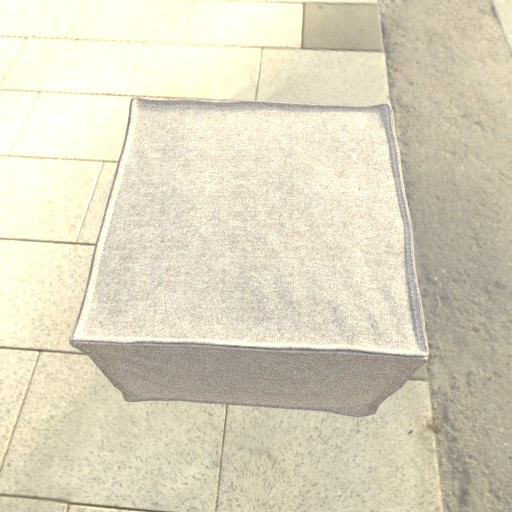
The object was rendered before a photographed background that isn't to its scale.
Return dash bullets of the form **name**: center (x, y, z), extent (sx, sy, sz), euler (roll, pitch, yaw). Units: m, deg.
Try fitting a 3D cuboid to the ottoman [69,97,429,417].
- **ottoman**: center (0.000, 0.000, 1.151), extent (0.696, 0.470, 0.707), euler (2, 59, 1)
